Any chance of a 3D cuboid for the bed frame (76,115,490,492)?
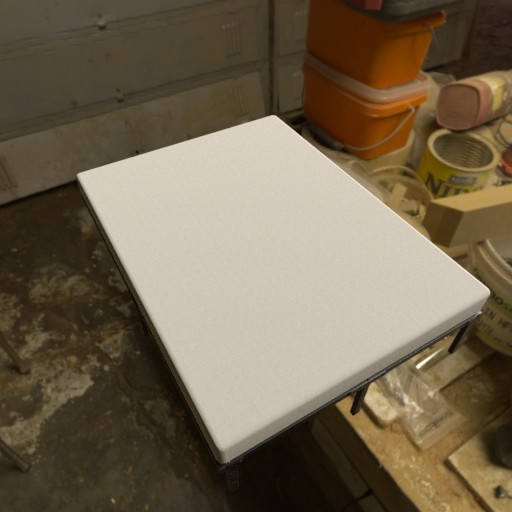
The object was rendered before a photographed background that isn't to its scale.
[{"bbox_3d":[0.000,0.000,3.482,1.990,0.680,2.635,-23,50,-21],"label":"bed frame"}]
